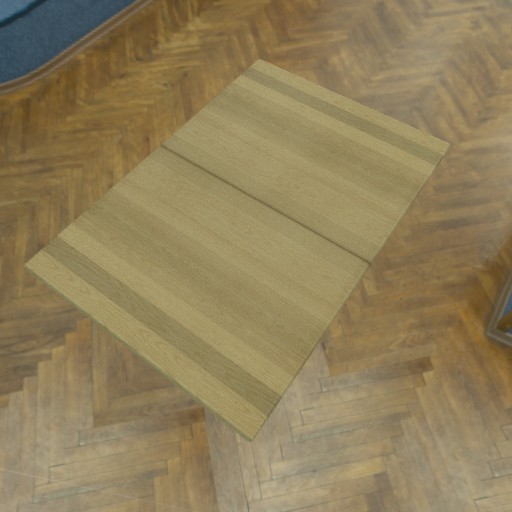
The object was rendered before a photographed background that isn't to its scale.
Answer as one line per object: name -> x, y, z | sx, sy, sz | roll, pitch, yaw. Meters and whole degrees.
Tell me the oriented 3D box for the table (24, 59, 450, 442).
table -> 0.000, 0.000, 1.875 | 0.900, 0.770, 1.300 | 31, 64, 18
